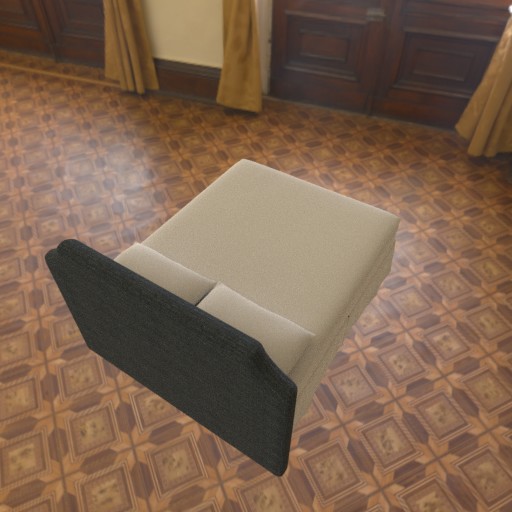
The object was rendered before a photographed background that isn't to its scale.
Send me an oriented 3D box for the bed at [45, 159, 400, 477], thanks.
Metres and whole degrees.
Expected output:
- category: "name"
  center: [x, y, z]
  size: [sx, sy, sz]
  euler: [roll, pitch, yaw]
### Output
- category: "bed"
  center: [0.000, 0.000, 3.413]
  size: [1.828, 1.297, 2.208]
  euler: [25, 51, 22]
